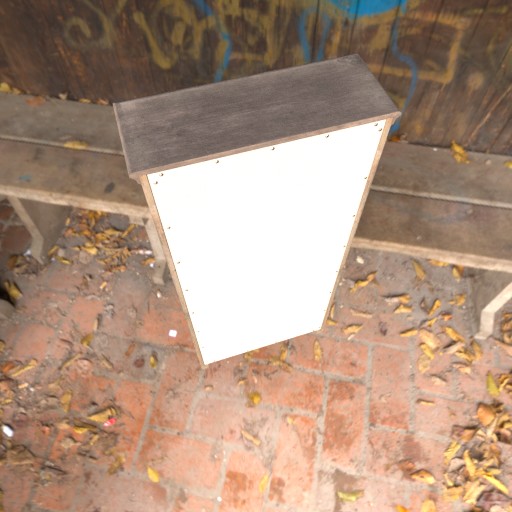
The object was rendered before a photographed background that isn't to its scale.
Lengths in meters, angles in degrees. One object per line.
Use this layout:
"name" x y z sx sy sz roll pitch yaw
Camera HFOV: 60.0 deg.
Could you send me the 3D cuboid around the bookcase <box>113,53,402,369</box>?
"bookcase" 0.000 0.000 2.268 0.906 1.880 0.348 -15 59 -9
